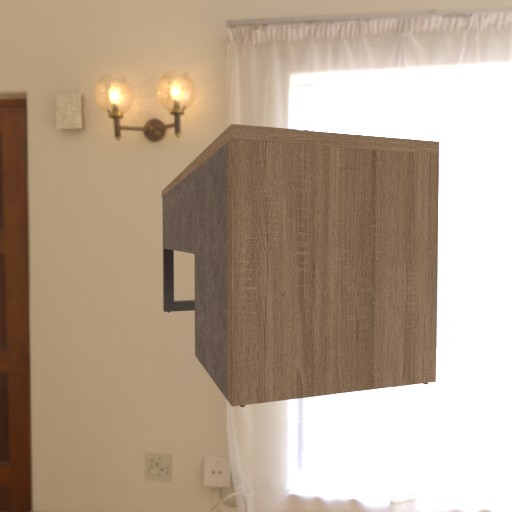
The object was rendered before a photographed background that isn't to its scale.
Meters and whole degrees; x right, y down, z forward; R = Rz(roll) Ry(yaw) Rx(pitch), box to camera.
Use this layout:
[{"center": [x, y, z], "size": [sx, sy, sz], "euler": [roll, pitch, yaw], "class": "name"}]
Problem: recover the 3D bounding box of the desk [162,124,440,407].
[{"center": [0.000, 0.000, 2.088], "size": [0.690, 0.760, 1.700], "euler": [-1, 2, -18], "class": "desk"}]
